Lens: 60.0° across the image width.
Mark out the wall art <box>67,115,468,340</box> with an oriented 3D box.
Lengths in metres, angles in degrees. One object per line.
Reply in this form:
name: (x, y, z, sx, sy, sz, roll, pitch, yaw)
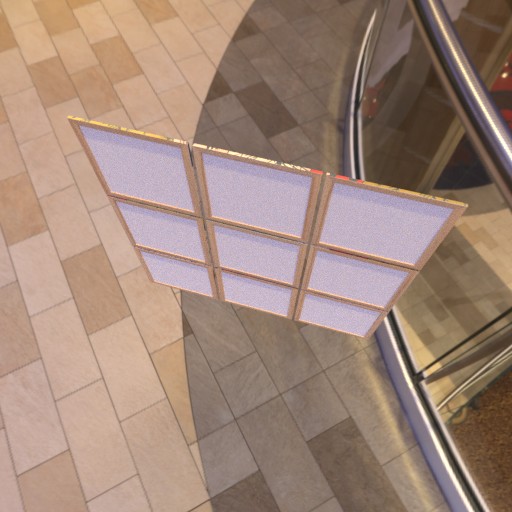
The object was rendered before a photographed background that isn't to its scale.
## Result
wall art: (0.000, 0.000, 2.302, 1.519, 1.534, 0.013, 14, 63, 7)
